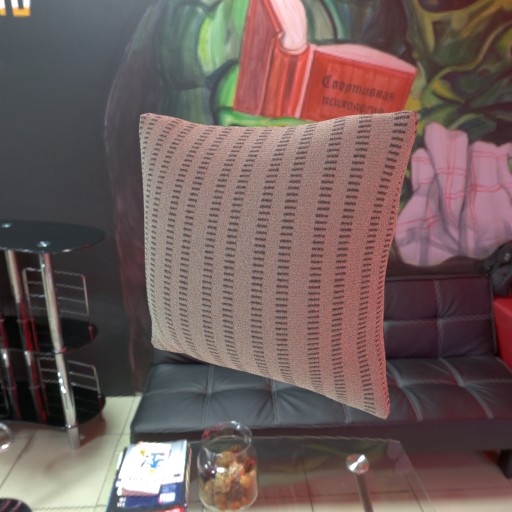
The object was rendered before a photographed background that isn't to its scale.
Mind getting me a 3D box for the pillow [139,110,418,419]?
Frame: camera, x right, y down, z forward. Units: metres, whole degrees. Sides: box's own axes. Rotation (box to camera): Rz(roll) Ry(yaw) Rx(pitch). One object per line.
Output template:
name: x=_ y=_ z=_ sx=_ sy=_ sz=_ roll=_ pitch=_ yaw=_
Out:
pillow: x=0.000 y=0.000 z=0.675 sx=0.438 sy=0.419 sz=0.247 roll=9 pitch=19 yaw=28
